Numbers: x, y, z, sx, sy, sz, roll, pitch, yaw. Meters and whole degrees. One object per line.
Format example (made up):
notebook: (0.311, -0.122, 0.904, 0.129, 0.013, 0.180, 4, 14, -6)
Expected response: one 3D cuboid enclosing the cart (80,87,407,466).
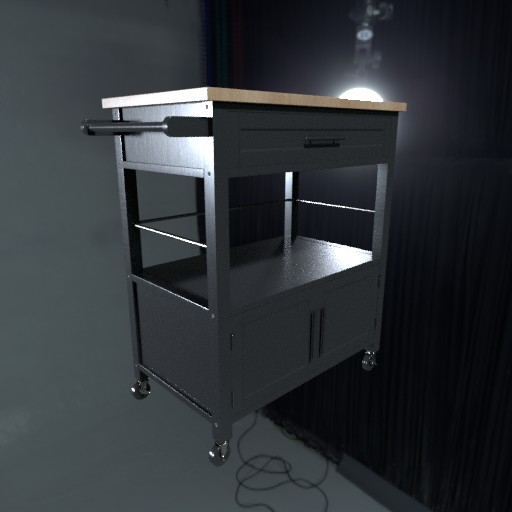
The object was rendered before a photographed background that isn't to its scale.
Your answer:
cart: (0.000, 0.000, 1.358, 0.840, 0.901, 0.459, -14, 21, -41)
